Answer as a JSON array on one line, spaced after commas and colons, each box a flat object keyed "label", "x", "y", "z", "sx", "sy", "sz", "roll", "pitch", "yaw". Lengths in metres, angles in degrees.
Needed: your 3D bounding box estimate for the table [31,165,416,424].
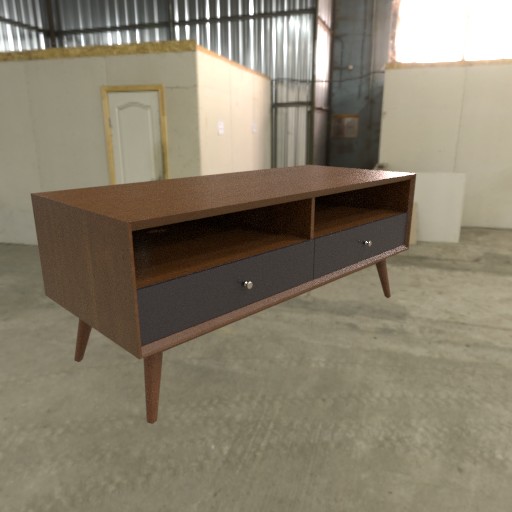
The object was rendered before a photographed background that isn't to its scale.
[{"label": "table", "x": 0.000, "y": 0.000, "z": 1.398, "sx": 0.490, "sy": 0.464, "sz": 1.119, "roll": 16, "pitch": 23, "yaw": 43}]
